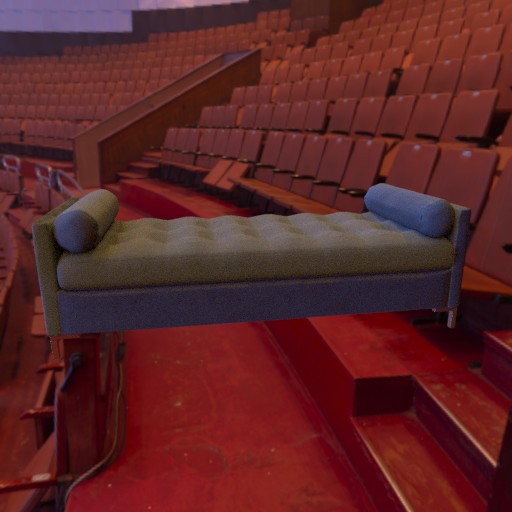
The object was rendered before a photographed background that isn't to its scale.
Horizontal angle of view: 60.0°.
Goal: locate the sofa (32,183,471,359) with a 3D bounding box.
[{"bbox_3d":[0.000,0.000,2.490,2.102,0.705,0.796,-3,16,-9],"label":"sofa"}]
